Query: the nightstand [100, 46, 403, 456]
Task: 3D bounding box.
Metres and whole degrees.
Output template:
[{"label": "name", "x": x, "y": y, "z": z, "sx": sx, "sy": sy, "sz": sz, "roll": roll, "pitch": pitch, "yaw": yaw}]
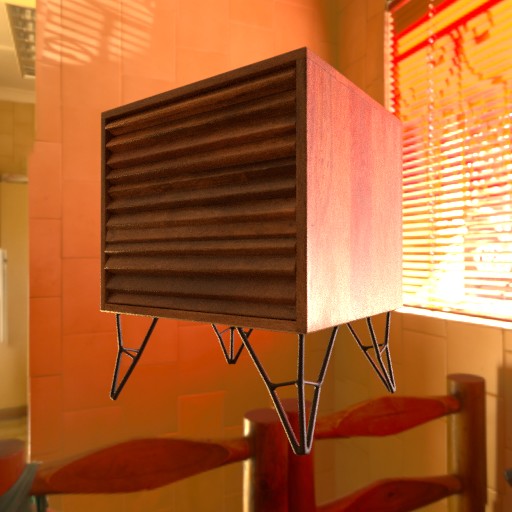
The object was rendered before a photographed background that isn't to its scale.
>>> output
[{"label": "nightstand", "x": 0.000, "y": 0.000, "z": 0.886, "sx": 0.457, "sy": 0.559, "sz": 0.406, "roll": 0, "pitch": -1, "yaw": 36}]
